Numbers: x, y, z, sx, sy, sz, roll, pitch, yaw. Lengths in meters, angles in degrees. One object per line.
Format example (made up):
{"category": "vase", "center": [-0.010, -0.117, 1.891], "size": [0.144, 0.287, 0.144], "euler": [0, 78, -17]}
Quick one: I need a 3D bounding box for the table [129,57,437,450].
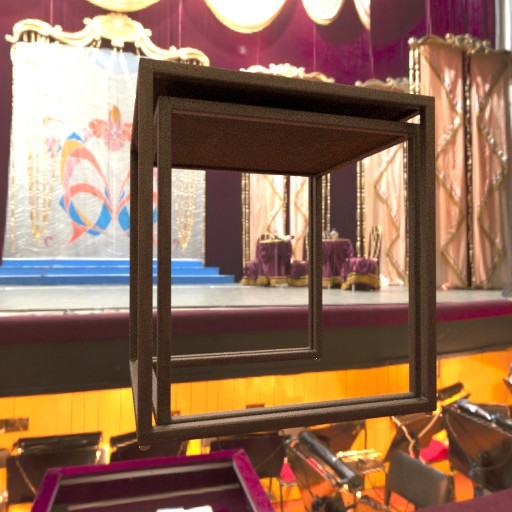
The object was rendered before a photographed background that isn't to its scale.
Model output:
{"category": "table", "center": [0.000, 0.000, 0.837], "size": [0.449, 0.500, 0.450], "euler": [0, -1, -17]}
